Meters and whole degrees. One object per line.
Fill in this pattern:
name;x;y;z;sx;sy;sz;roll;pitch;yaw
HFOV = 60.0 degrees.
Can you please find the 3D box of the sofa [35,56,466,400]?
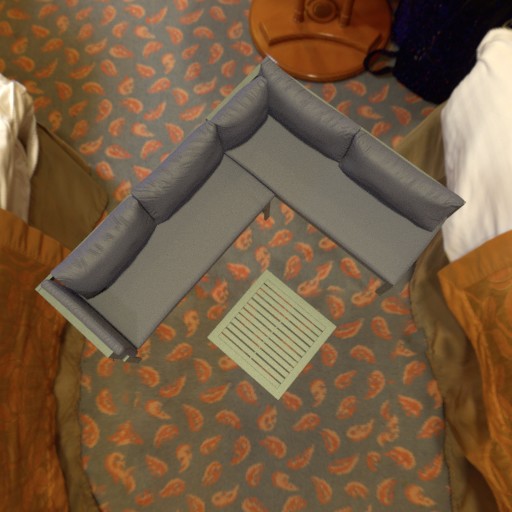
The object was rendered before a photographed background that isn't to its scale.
sofa;0.000;0.000;2.955;1.658;0.762;2.149;39;78;10
